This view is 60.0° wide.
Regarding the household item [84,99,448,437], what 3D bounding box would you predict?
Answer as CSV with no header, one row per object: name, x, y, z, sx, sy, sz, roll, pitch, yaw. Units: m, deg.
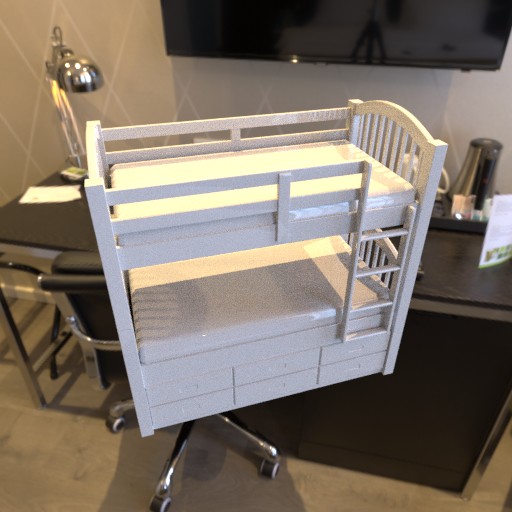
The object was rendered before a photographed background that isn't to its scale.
household item,0.000,0.000,3.277,2.032,2.032,1.143,-10,34,-14
